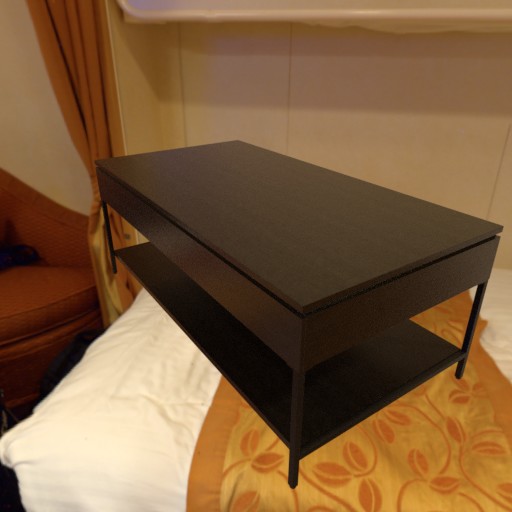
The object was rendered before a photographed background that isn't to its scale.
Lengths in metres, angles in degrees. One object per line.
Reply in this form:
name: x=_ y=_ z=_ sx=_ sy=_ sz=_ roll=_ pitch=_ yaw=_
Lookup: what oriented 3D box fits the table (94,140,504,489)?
table: x=0.000 y=0.000 z=1.332 sx=0.574 sy=0.435 sz=1.095 roll=-17 pitch=31 yaw=-30
